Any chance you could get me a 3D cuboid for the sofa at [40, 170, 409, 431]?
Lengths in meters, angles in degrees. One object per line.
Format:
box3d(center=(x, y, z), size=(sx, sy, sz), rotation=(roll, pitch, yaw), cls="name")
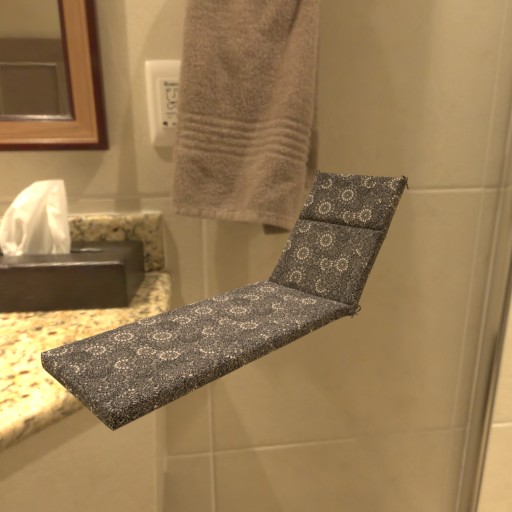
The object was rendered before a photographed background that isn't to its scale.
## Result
box3d(center=(0.000, 0.000, 1.890), size=(0.582, 0.622, 1.663), rotation=(14, 21, 43), cls="sofa")
